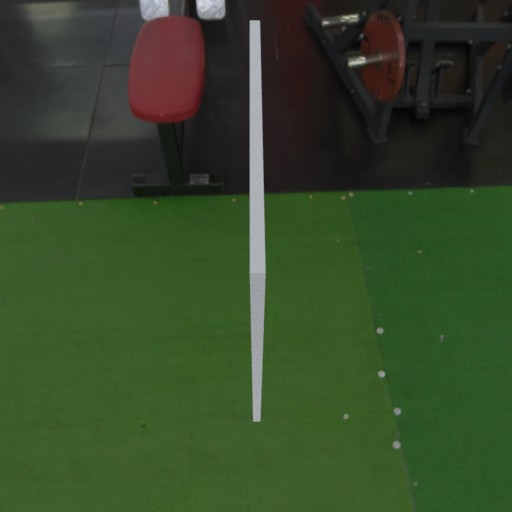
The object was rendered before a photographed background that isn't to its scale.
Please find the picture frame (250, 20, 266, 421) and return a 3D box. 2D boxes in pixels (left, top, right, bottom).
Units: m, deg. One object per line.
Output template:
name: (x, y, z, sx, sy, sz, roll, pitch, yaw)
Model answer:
picture frame: (0.000, 0.000, 0.596, 0.011, 0.459, 0.326, 0, 57, 0)
